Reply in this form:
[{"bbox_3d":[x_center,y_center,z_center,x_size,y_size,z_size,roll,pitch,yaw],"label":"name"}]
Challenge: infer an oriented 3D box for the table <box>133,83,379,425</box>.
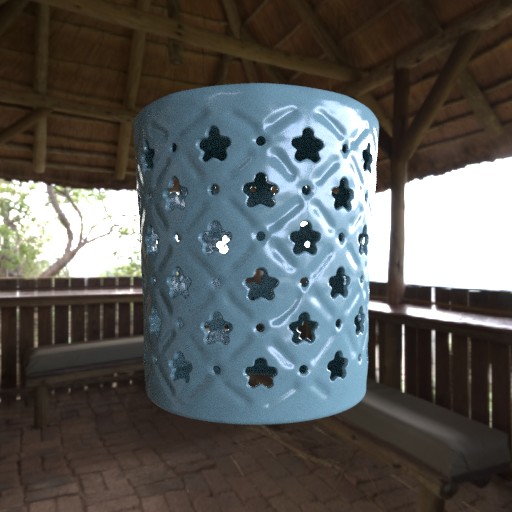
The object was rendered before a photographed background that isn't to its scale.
[{"bbox_3d":[0.000,0.000,0.657,0.352,0.387,0.352,0,0,0],"label":"table"}]
